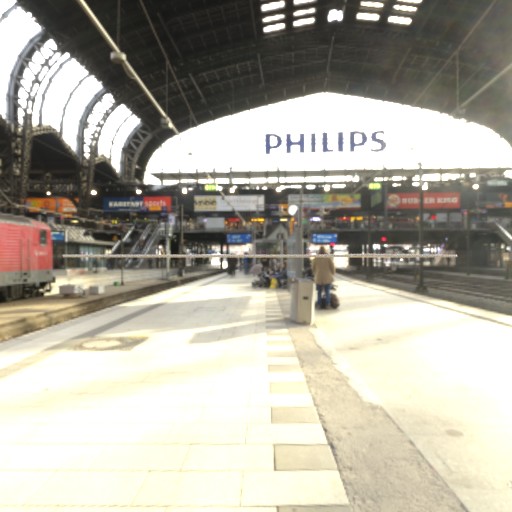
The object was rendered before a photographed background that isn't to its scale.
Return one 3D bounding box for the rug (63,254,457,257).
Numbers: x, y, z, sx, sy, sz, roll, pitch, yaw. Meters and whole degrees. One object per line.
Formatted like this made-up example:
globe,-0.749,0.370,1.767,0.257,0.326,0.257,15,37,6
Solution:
rug,0.000,0.000,2.286,1.232,0.015,1.825,0,0,-1
